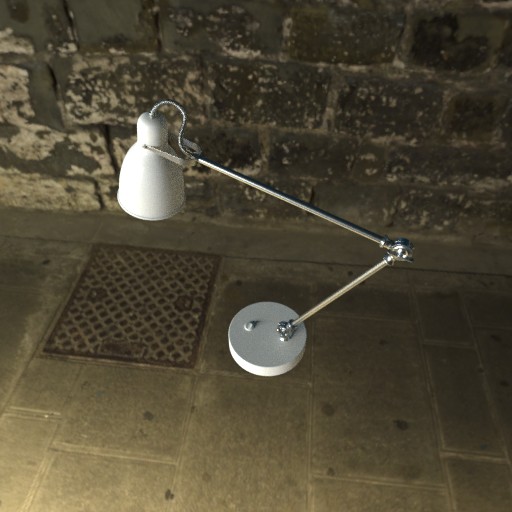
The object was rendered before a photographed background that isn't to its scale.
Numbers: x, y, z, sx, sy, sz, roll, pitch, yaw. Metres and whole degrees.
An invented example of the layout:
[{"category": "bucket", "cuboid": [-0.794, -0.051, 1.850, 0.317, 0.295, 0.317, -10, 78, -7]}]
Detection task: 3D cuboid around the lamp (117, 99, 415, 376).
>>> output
[{"category": "lamp", "cuboid": [0.000, 0.000, 0.880, 0.561, 0.587, 0.187, 15, 48, 14]}]
